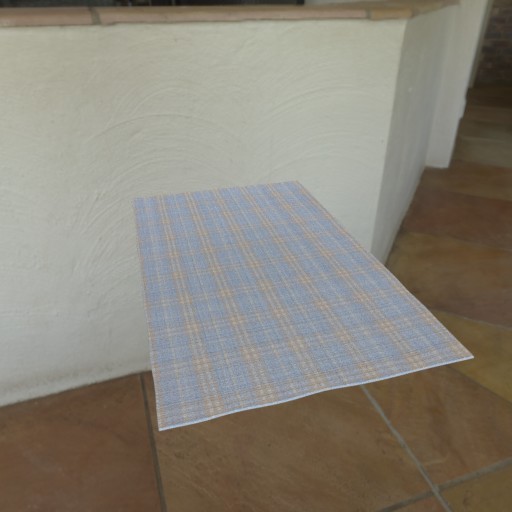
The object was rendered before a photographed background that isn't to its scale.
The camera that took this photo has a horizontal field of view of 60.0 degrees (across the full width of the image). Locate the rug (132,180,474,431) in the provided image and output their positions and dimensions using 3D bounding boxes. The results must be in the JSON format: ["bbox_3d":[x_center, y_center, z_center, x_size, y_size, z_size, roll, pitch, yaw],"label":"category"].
[{"bbox_3d":[0.000,0.000,3.013,1.545,0.016,2.460,-8,32,-14],"label":"rug"}]
